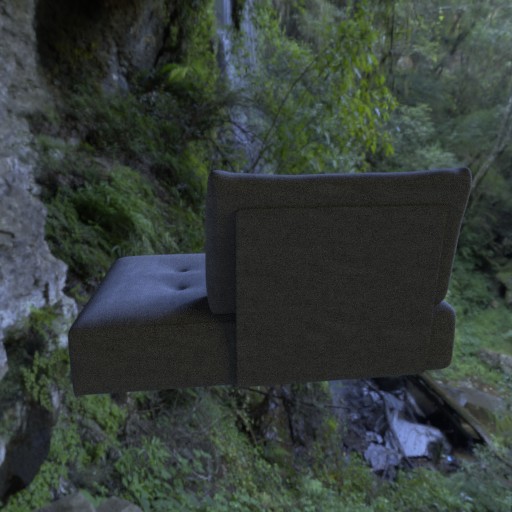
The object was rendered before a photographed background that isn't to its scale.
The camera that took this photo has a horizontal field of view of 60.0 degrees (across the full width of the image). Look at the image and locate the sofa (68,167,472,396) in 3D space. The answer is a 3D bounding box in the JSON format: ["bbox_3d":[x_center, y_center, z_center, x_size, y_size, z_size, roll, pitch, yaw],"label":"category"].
[{"bbox_3d":[0.000,0.000,1.984,1.450,0.820,1.002,-2,14,-8],"label":"sofa"}]
